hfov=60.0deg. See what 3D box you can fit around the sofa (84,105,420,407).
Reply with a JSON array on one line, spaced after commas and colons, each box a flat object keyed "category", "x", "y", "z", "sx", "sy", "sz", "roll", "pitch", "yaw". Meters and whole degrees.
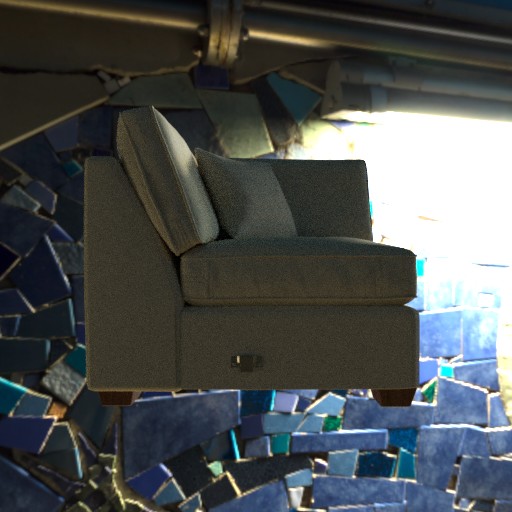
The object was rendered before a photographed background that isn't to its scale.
[{"category": "sofa", "x": 0.000, "y": 0.000, "z": 1.949, "sx": 1.146, "sy": 1.002, "sz": 1.084, "roll": 0, "pitch": 0, "yaw": -1}]
